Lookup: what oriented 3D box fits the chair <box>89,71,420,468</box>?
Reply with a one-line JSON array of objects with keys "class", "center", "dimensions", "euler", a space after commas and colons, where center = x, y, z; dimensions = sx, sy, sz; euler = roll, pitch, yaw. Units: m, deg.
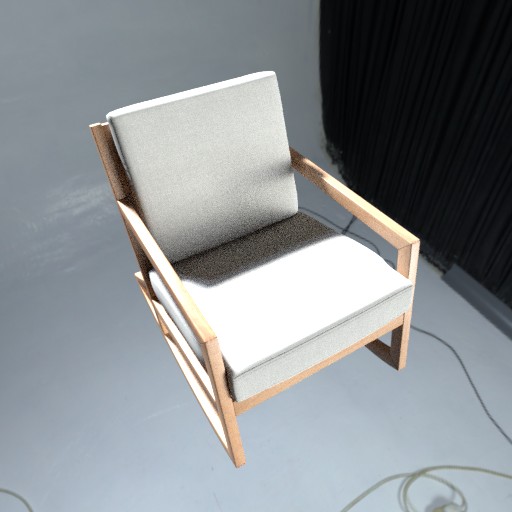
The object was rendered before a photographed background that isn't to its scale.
[{"class": "chair", "center": [0.000, 0.000, 1.370], "dimensions": [0.622, 0.790, 0.857], "euler": [-23, 50, -20]}]
